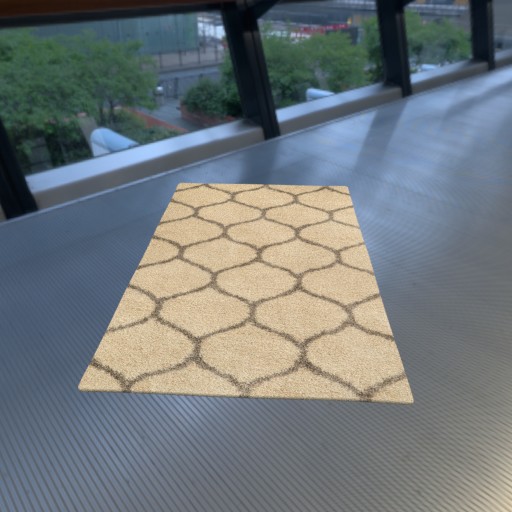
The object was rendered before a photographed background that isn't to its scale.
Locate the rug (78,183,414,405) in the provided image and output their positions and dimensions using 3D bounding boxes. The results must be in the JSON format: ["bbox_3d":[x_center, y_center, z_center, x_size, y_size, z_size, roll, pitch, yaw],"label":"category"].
[{"bbox_3d":[0.000,0.000,2.952,1.501,0.024,2.348,2,32,2],"label":"rug"}]
